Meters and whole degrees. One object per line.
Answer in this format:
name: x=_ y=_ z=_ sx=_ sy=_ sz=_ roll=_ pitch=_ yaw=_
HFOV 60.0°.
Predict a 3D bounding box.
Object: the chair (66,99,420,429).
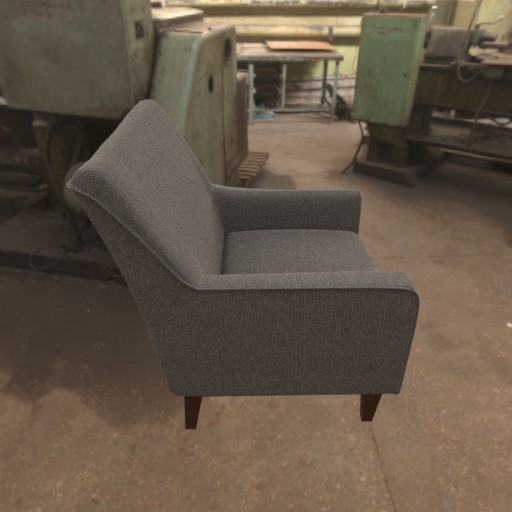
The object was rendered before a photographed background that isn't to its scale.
chair: x=0.000 y=0.000 z=1.572 sx=0.899 sy=0.919 sz=0.780 roll=-1 pitch=31 yaw=-1
